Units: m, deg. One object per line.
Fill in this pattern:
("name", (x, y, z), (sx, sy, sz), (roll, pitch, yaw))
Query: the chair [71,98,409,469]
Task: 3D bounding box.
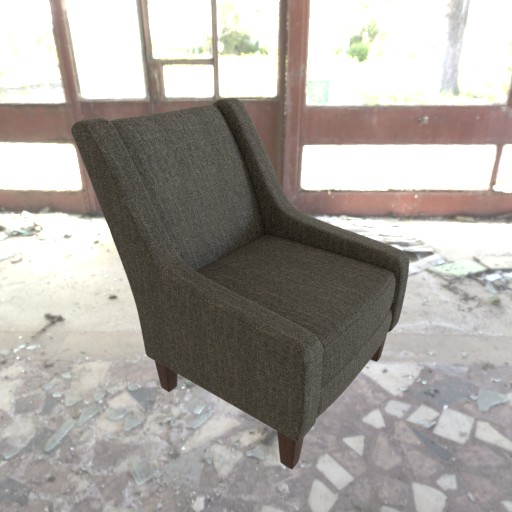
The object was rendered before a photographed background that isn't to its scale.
("chair", (0.000, 0.000, 1.678), (0.944, 1.012, 0.793), (19, 32, 33))
